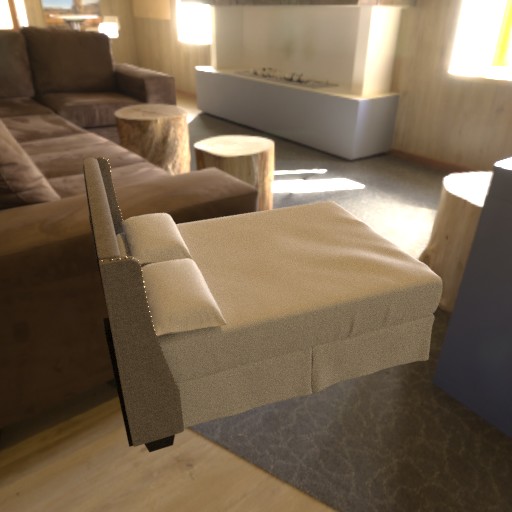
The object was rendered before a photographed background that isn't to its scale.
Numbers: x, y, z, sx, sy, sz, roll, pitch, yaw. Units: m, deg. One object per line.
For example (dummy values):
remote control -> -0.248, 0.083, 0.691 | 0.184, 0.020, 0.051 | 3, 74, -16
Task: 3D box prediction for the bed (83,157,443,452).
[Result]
bed -> 0.000, 0.000, 3.319 | 2.237, 1.407, 1.710 | -11, 31, -18
